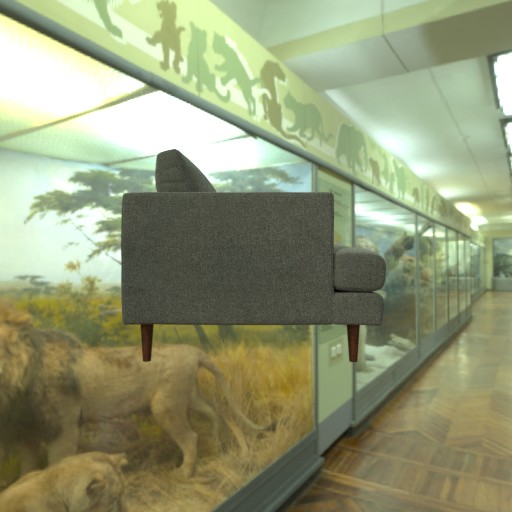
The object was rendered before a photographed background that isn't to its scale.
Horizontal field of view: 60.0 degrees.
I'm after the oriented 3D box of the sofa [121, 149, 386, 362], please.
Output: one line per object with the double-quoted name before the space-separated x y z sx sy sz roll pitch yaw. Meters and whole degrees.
"sofa" 0.000 0.000 2.806 1.020 0.868 2.250 0 -1 1
